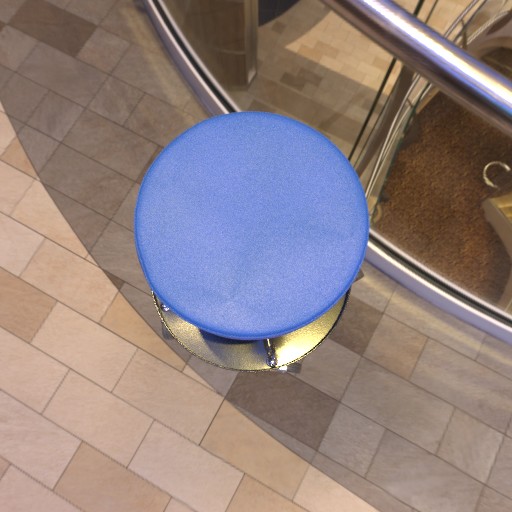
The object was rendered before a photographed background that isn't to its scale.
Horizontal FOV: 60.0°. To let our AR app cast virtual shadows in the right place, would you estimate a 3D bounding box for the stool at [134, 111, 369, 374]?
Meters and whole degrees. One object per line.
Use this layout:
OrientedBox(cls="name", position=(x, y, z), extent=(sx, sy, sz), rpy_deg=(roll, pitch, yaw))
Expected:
OrientedBox(cls="stool", position=(0.000, 0.000, 0.675), extent=(0.382, 0.365, 0.381), rpy_deg=(-17, 76, -4))
